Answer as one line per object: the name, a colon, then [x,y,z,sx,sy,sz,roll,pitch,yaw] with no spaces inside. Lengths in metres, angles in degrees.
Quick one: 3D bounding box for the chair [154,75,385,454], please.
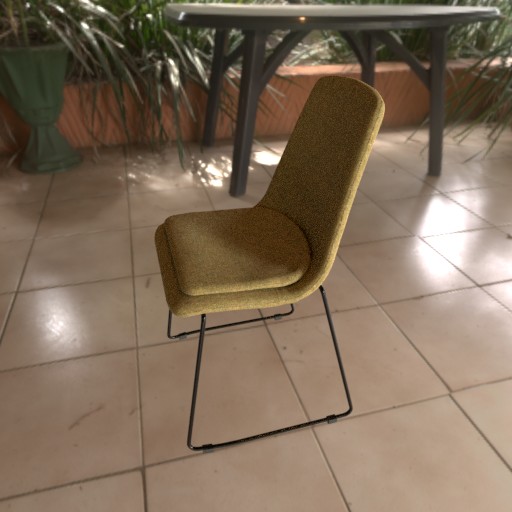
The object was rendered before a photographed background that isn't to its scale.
chair: [0.000,0.000,1.161,0.496,0.849,0.479,-9,32,-14]
